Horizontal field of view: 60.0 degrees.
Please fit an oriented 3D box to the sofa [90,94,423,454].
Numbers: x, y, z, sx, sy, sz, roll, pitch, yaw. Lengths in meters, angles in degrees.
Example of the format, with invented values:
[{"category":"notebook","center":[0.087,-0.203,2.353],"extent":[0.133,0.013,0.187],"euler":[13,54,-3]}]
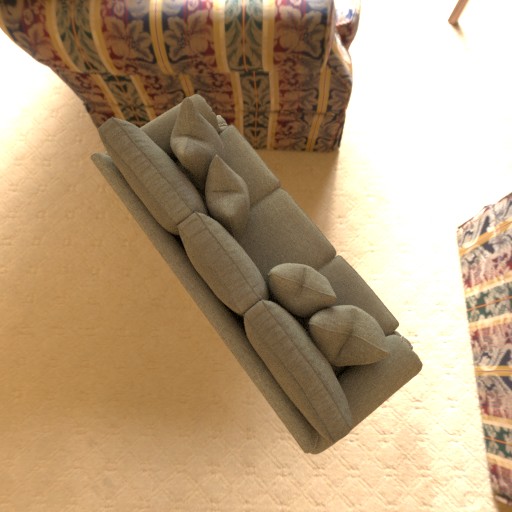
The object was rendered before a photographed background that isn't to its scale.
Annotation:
[{"category":"sofa","center":[0.000,0.000,2.853],"extent":[0.965,0.975,2.312],"euler":[-36,78,-9]}]
